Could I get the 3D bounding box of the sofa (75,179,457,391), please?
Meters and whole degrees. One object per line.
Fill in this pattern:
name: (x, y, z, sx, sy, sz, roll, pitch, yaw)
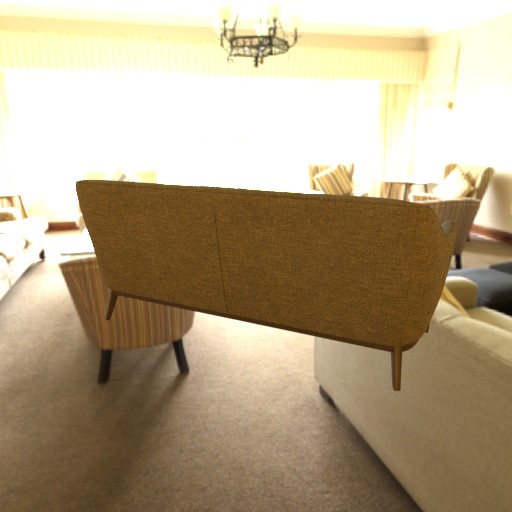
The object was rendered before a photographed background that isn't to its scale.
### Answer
sofa: (0.000, 0.000, 2.404, 1.928, 0.829, 0.867, 8, 18, 25)
